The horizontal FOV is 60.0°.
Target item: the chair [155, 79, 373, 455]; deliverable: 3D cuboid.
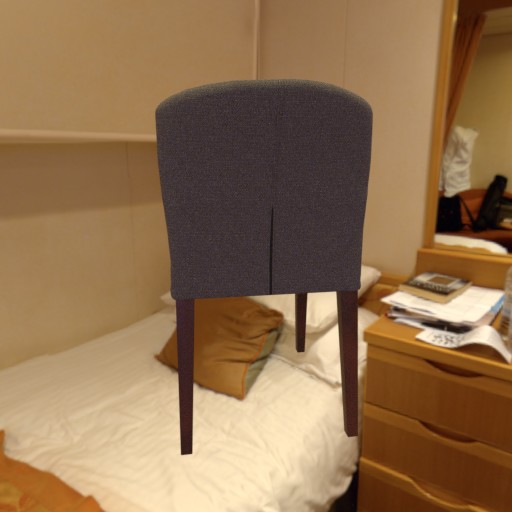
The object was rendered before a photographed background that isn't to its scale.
[{"bbox_3d":[0.000,0.000,1.222,0.491,0.839,0.589,-2,14,-9],"label":"chair"}]
